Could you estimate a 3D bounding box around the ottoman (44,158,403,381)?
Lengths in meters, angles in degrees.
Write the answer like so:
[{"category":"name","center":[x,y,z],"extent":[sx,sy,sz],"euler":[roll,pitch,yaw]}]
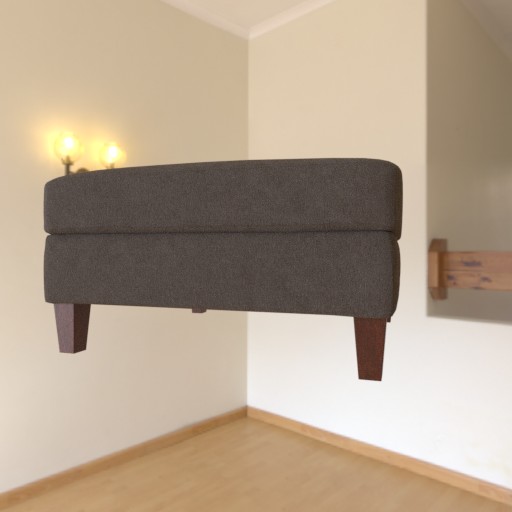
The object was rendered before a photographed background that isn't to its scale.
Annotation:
[{"category":"ottoman","center":[0.000,0.000,1.372],"extent":[0.861,0.482,0.881],"euler":[0,1,18]}]
